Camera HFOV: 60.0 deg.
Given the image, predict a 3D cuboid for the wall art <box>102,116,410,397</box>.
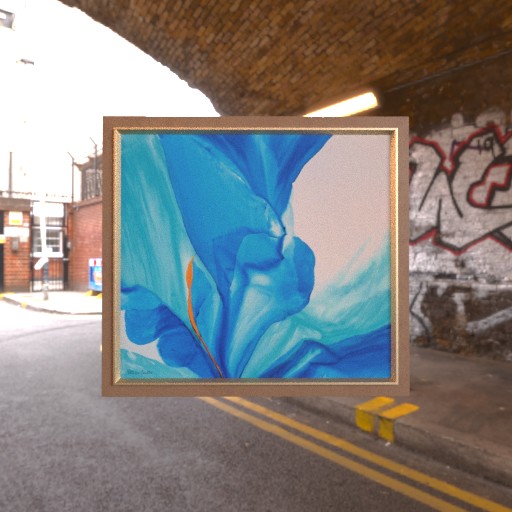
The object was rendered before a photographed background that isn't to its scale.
[{"bbox_3d":[0.000,0.000,1.682,1.168,1.067,0.025,0,-1,0],"label":"wall art"}]
